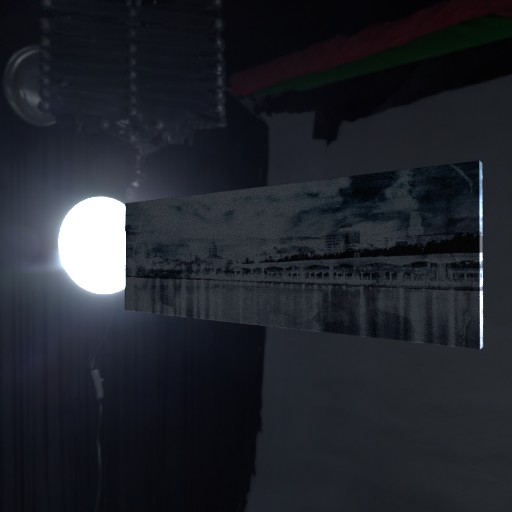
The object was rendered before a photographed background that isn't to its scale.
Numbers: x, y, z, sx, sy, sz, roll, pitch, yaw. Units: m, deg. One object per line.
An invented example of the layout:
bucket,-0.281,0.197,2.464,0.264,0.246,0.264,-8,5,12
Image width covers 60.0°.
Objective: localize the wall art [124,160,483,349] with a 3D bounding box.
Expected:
wall art,0.000,0.000,1.658,1.524,0.509,0.037,0,-1,37
